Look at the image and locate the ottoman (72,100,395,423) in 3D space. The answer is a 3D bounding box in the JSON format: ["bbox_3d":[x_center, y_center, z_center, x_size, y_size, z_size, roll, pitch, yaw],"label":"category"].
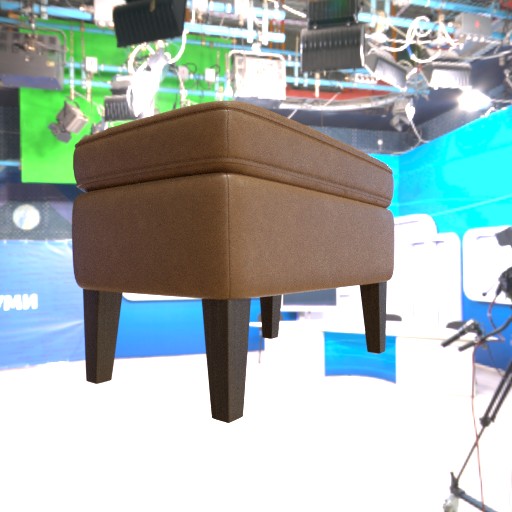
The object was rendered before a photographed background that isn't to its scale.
[{"bbox_3d":[0.000,0.000,0.965,0.420,0.480,0.670,0,0,37],"label":"ottoman"}]
